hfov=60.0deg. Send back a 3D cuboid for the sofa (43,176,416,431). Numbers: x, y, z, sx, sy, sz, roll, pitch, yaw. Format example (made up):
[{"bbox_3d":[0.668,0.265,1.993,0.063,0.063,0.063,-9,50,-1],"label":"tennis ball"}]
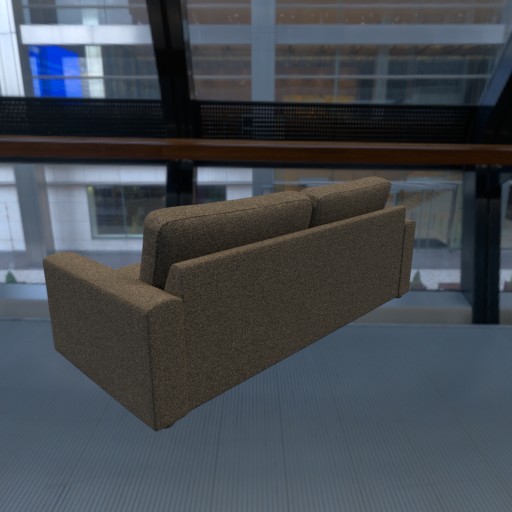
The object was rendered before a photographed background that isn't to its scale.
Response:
[{"bbox_3d":[0.000,0.000,2.720,1.016,0.873,2.179,15,22,42],"label":"sofa"}]
